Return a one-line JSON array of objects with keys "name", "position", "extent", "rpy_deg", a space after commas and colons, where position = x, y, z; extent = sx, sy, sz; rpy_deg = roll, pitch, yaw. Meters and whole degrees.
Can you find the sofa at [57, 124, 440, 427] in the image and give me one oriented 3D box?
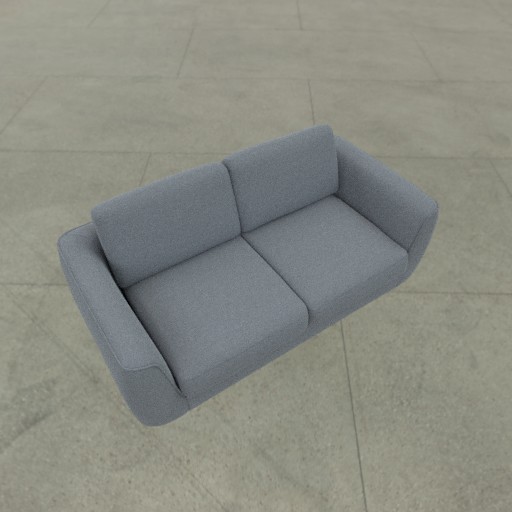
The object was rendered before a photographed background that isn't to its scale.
[{"name": "sofa", "position": [0.000, 0.000, 2.231], "extent": [1.700, 0.850, 0.920], "rpy_deg": [-26, 51, -23]}]
